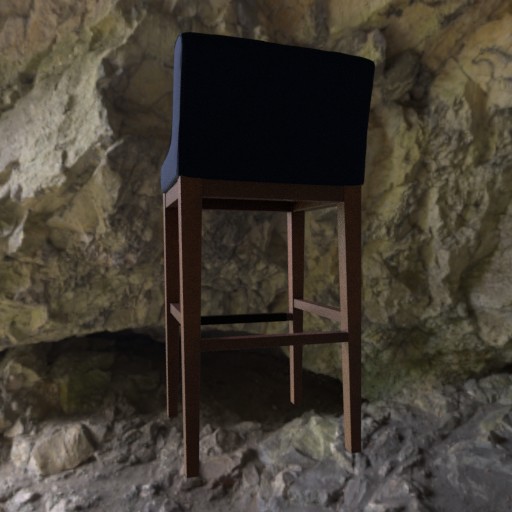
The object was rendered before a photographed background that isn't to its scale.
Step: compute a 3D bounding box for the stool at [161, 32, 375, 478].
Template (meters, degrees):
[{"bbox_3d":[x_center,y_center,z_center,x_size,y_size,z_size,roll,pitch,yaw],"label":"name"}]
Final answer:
[{"bbox_3d":[0.000,0.000,1.287,0.511,1.037,0.500,0,0,-17],"label":"stool"}]
